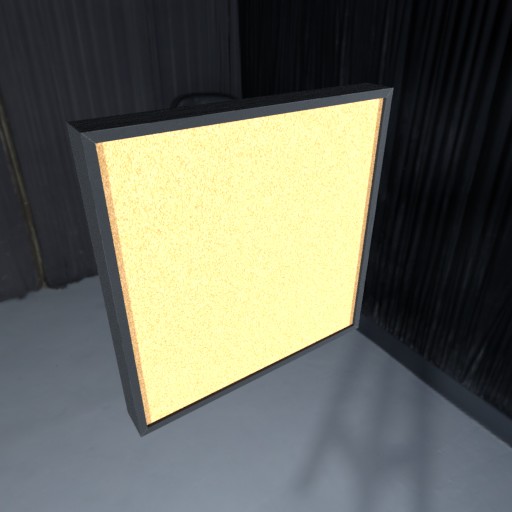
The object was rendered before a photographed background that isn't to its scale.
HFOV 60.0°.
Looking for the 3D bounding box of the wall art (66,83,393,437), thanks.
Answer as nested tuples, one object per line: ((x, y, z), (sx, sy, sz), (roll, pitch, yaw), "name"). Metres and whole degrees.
((0.000, 0.000, 0.457), (0.305, 0.305, 0.037), (-19, 35, -29), "wall art")
